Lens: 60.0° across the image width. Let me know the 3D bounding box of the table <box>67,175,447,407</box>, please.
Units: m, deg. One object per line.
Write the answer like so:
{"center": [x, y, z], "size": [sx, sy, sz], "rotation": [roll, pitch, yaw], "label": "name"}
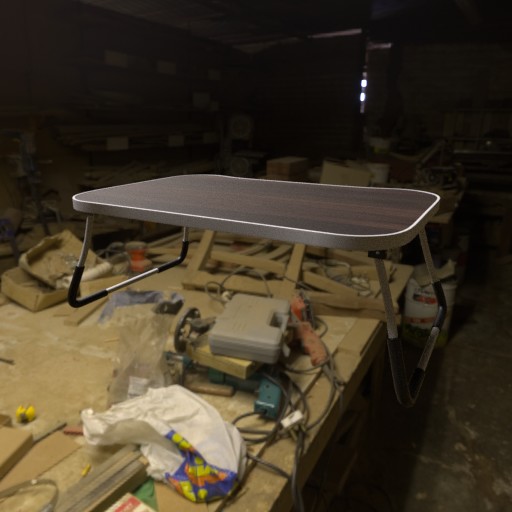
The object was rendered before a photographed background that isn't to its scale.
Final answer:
{"center": [0.000, 0.000, 0.838], "size": [0.660, 0.232, 0.400], "rotation": [10, 20, 28], "label": "table"}
